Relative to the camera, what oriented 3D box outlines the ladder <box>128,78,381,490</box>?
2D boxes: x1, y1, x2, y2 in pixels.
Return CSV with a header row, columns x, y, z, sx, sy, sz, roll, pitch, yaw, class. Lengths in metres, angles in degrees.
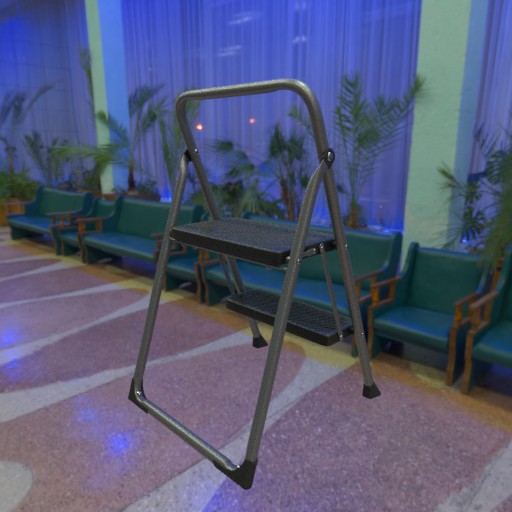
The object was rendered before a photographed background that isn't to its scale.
x,y,z,sx,sy,sz,roll,pitch,yaw,class
0.000,0.000,1.009,0.472,0.720,0.430,-14,20,-43,ladder
